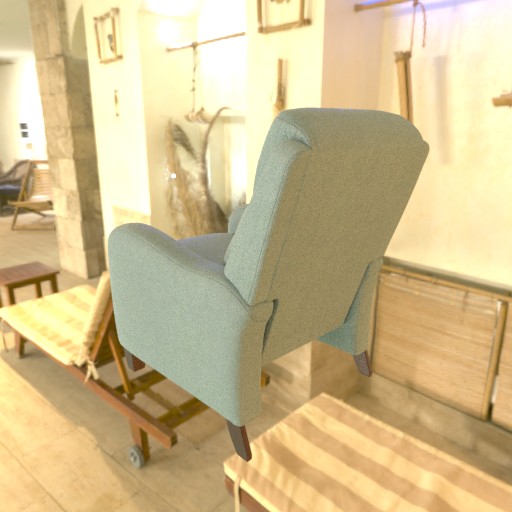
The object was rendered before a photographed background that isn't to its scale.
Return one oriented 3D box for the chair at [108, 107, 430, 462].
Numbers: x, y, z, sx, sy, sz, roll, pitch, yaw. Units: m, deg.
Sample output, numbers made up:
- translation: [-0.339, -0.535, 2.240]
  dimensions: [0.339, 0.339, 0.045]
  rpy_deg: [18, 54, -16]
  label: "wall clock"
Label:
- translation: [0.000, 0.000, 1.718]
  dimensions: [0.785, 1.067, 0.988]
  rpy_deg: [-15, 22, -42]
  label: "chair"
